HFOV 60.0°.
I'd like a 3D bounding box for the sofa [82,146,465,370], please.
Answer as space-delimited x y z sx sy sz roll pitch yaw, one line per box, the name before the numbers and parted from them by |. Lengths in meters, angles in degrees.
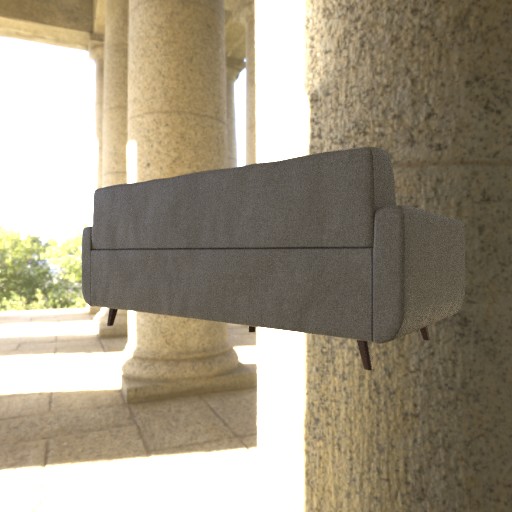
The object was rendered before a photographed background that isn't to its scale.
sofa | 0.000 0.000 2.553 2.055 0.873 0.968 0 0 38
